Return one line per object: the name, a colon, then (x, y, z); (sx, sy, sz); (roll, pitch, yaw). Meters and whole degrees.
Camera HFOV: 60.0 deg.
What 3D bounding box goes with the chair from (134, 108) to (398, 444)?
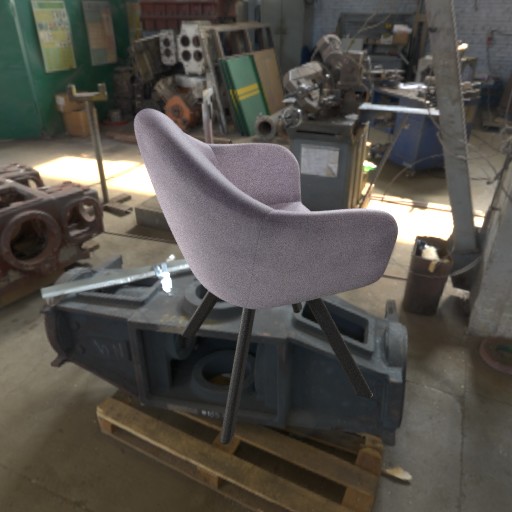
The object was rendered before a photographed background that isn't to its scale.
chair: (0.000, 0.000, 1.184); (0.540, 0.780, 0.570); (-11, 31, -18)
